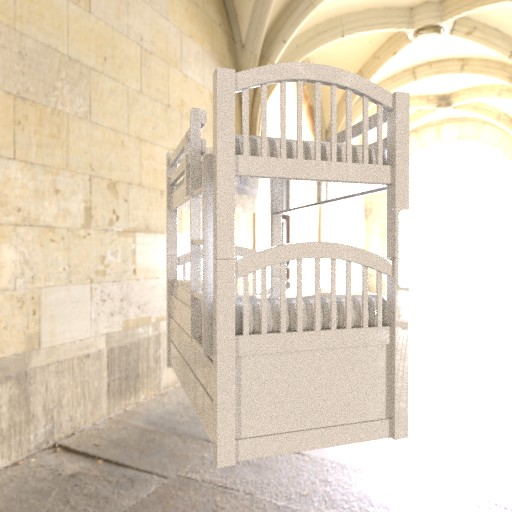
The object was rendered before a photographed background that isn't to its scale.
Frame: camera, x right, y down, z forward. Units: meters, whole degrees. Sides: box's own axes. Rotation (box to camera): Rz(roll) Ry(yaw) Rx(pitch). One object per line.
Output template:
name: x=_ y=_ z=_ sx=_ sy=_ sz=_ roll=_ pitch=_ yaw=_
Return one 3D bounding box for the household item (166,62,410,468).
household item: x=0.000 y=0.000 z=3.267 sx=1.143 sy=2.032 sz=2.032 roll=0 pitch=1 yaw=-18
